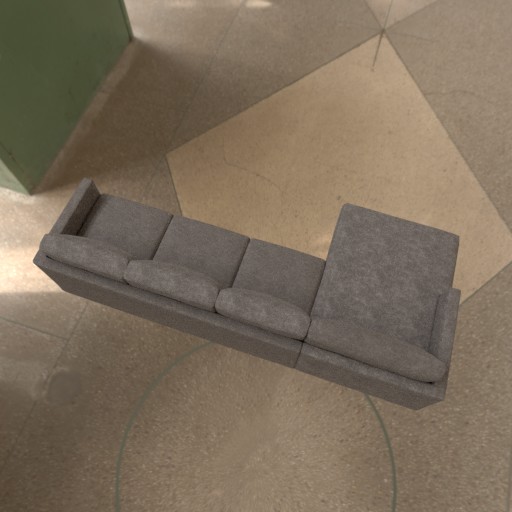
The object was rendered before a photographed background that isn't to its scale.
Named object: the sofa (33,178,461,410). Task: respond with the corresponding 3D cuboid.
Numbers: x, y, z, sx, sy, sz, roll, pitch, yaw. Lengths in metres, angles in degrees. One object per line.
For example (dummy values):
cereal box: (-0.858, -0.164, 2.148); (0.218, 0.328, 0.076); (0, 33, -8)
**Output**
sofa: (0.000, 0.000, 4.031); (3.471, 0.954, 1.606); (17, 66, 8)
